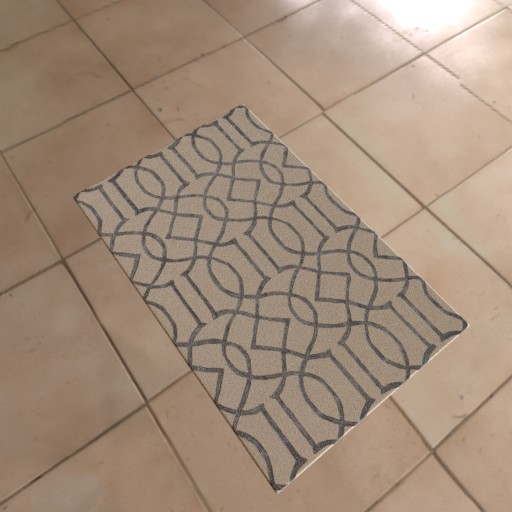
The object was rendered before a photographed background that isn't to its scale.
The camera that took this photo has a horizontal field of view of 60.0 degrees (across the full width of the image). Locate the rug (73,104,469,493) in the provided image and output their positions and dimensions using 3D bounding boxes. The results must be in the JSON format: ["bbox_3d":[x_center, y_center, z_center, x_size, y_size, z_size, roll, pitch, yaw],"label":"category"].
[{"bbox_3d":[0.000,0.000,2.957,1.521,0.017,2.365,-34,67,-16],"label":"rug"}]
